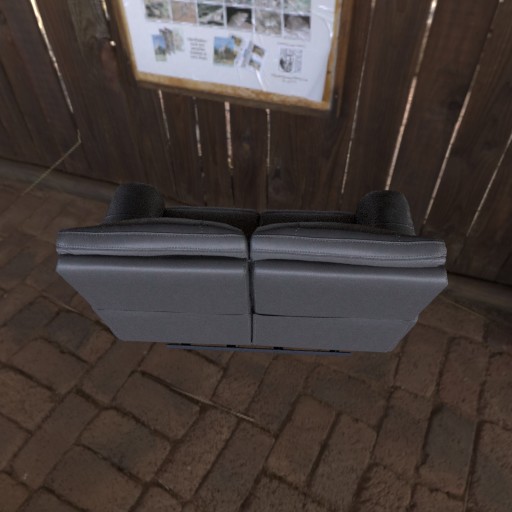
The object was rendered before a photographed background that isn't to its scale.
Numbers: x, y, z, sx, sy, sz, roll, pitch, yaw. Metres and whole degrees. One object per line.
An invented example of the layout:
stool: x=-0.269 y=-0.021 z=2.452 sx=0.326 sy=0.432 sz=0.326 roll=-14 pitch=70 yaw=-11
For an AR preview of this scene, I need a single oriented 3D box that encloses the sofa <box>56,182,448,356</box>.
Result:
sofa: x=0.000 y=0.000 z=2.487 sx=1.765 sy=1.111 sz=1.104 roll=2 pitch=45 yaw=2
